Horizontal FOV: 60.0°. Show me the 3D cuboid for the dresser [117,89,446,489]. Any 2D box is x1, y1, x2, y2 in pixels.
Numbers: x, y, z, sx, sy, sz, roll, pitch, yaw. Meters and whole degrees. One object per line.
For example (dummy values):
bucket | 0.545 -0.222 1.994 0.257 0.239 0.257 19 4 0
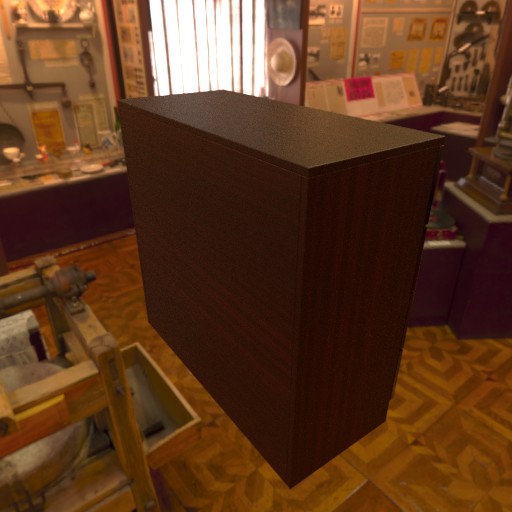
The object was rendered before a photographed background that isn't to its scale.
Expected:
dresser | 0.000 0.000 1.159 0.360 0.720 0.750 -19 33 -31
